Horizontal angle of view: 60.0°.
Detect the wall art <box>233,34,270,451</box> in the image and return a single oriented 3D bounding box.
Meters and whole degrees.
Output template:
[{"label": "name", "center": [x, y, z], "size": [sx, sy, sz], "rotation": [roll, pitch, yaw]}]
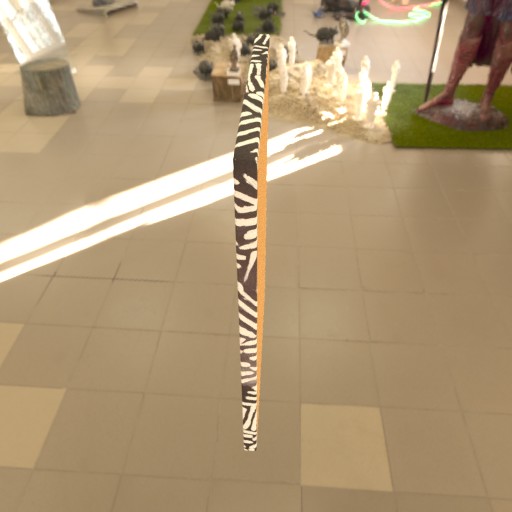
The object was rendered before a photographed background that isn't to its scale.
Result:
[{"label": "wall art", "center": [0.000, 0.000, 1.167], "size": [0.035, 0.918, 0.615], "rotation": [2, 42, 2]}]
